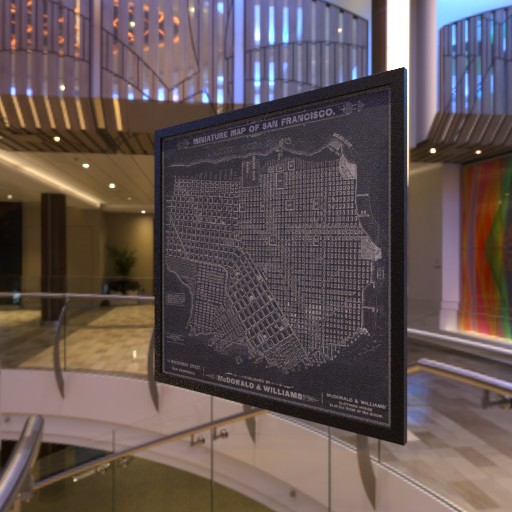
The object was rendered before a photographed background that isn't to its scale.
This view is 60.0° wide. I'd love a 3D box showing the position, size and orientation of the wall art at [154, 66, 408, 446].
[{"bbox_3d":[0.000,0.000,1.195,0.807,0.807,0.022,0,0,37],"label":"wall art"}]
